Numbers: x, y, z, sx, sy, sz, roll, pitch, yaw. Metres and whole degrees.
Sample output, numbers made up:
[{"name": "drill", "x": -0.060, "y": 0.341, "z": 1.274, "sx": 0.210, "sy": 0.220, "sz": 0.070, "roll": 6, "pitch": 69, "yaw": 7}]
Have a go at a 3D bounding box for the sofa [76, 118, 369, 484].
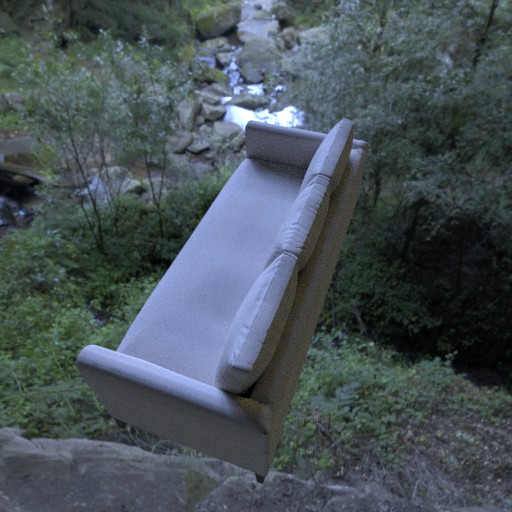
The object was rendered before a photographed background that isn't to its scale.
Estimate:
[{"name": "sofa", "x": 0.000, "y": 0.000, "z": 2.673, "sx": 0.902, "sy": 0.911, "sz": 2.198, "roll": 15, "pitch": 49, "yaw": 14}]
